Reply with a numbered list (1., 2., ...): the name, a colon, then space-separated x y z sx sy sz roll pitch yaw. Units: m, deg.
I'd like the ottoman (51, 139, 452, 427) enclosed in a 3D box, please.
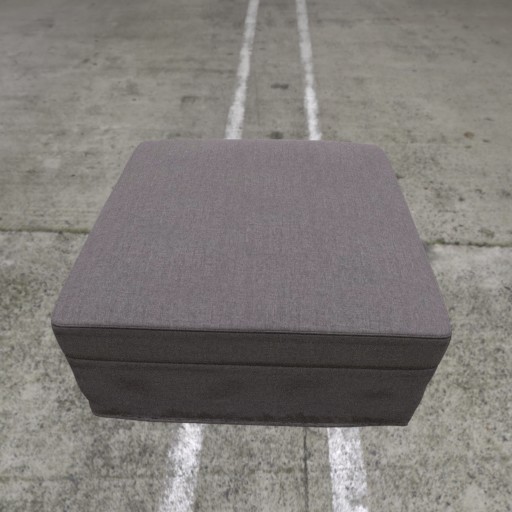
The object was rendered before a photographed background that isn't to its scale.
1. ottoman: 0.000 0.000 1.299 0.843 0.436 0.840 1 41 2
